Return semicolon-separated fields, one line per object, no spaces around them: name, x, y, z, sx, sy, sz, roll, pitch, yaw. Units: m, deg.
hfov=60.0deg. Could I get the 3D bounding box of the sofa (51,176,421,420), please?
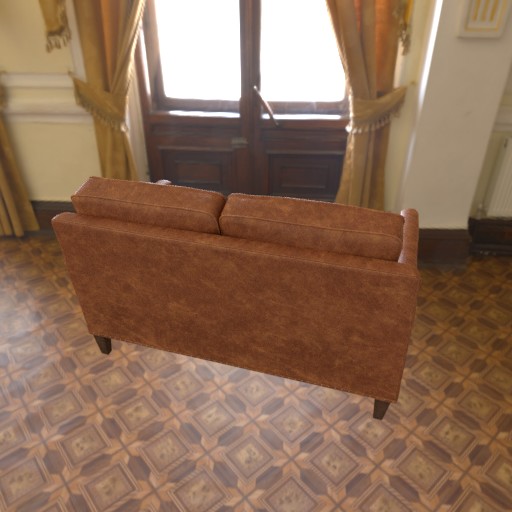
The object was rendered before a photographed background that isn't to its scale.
sofa;0.000;0.000;2.302;1.597;1.003;1.084;9;33;14
